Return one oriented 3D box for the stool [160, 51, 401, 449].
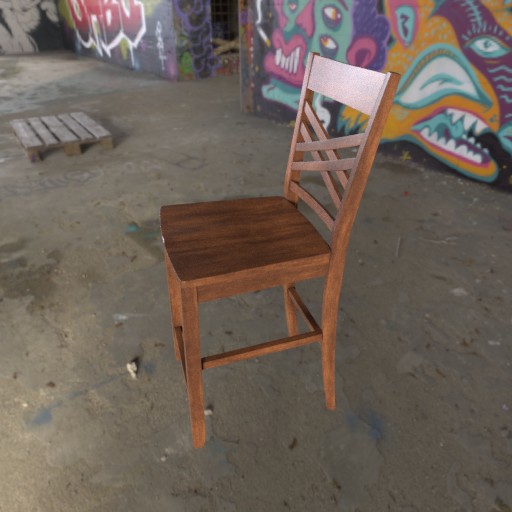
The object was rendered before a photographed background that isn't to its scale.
[{"bbox_3d":[0.000,0.000,1.344,0.539,1.079,0.462,-8,31,-14],"label":"stool"}]
